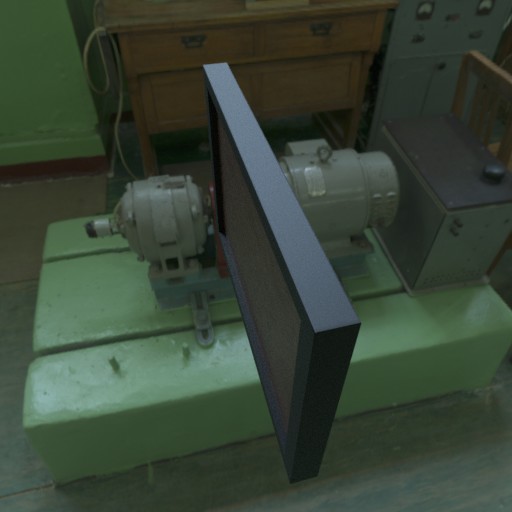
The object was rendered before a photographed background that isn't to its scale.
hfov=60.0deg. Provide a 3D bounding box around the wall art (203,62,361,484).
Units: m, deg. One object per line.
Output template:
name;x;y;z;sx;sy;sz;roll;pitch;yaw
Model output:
wall art;0.000;0.000;0.838;0.051;0.456;0.671;-10;46;-10
